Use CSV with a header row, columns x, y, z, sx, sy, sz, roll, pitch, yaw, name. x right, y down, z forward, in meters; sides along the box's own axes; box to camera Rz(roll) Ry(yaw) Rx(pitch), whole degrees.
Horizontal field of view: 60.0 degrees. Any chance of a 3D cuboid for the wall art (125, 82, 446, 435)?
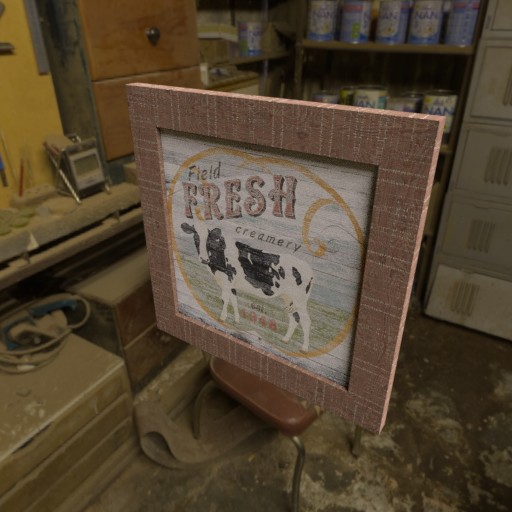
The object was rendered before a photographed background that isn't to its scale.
x,y,z,sx,sy,sz,roll,pitch,yaw,name
0.000,0.000,0.779,0.531,0.531,0.029,18,33,29,wall art
